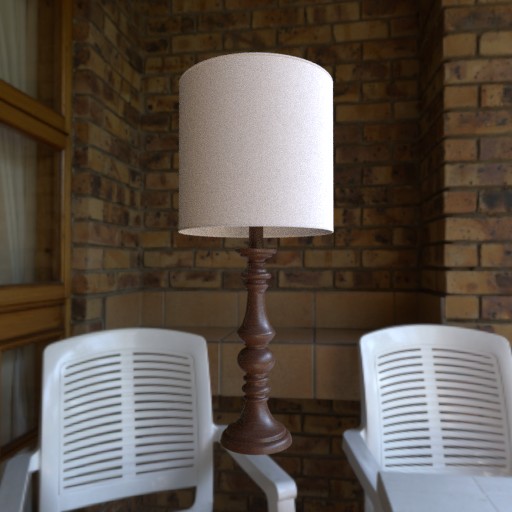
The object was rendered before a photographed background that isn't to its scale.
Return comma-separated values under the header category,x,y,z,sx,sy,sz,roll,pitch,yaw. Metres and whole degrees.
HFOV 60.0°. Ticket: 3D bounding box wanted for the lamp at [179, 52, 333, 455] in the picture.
category,x,y,z,sx,sy,sz,roll,pitch,yaw
lamp,0.000,0.000,0.726,0.250,0.597,0.250,0,-1,2
